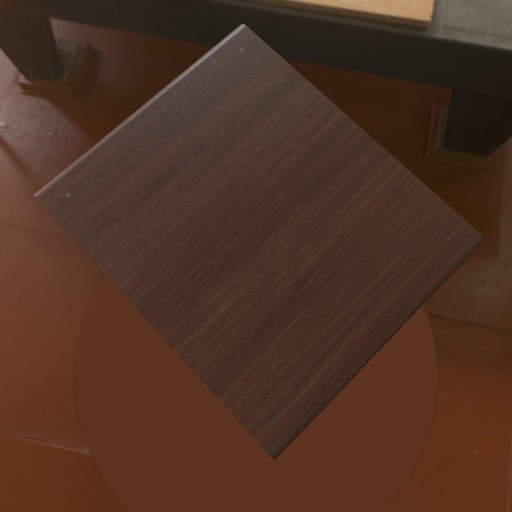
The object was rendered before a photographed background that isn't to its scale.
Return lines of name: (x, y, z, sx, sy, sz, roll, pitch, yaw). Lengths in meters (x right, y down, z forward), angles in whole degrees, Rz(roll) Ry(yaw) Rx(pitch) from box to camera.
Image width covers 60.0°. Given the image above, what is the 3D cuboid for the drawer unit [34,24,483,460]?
drawer unit: (0.000, 0.000, 0.610, 0.290, 0.351, 0.349, -43, 81, -9)
